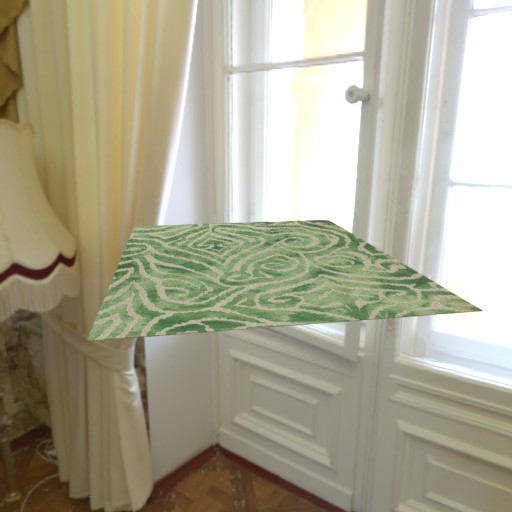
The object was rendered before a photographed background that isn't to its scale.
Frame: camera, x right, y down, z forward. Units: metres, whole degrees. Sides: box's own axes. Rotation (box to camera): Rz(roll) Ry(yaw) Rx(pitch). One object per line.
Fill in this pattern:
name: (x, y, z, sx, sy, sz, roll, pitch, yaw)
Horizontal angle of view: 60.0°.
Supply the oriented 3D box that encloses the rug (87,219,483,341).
rug: (0.000, 0.000, 4.096, 2.436, 0.007, 3.045, -3, 16, -10)
